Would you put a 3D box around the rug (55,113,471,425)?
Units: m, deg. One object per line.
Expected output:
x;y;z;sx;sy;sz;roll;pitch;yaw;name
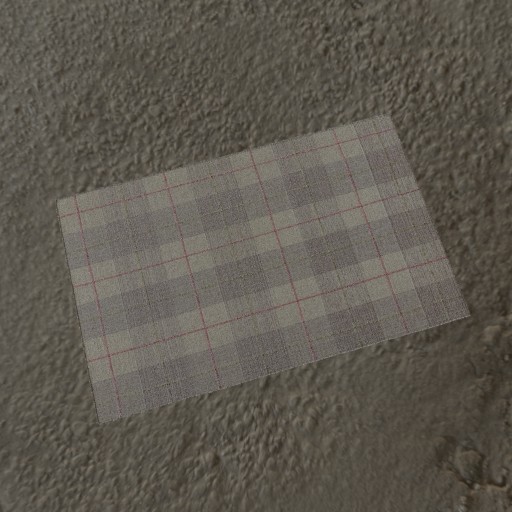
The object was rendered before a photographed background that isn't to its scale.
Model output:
0.000;0.000;2.978;2.464;0.010;1.549;-16;77;-4;rug
